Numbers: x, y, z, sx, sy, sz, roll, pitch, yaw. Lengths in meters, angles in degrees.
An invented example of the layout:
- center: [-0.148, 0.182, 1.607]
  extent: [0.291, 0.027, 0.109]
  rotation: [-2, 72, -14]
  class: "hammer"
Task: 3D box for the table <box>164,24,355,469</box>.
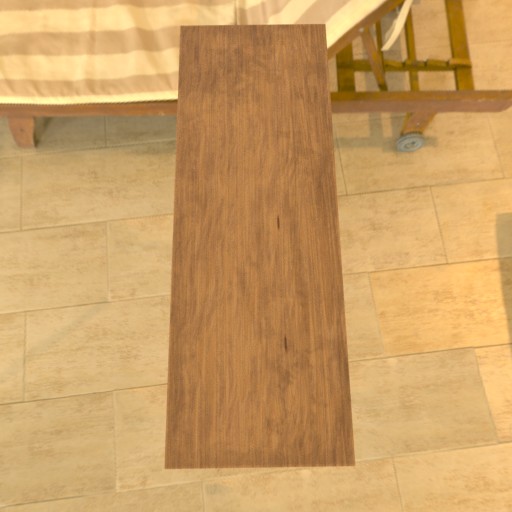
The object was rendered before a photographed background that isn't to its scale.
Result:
- center: [0.000, 0.000, 1.472]
  extent: [0.410, 0.771, 1.151]
  rotation: [-1, 75, 0]
  class: "table"
